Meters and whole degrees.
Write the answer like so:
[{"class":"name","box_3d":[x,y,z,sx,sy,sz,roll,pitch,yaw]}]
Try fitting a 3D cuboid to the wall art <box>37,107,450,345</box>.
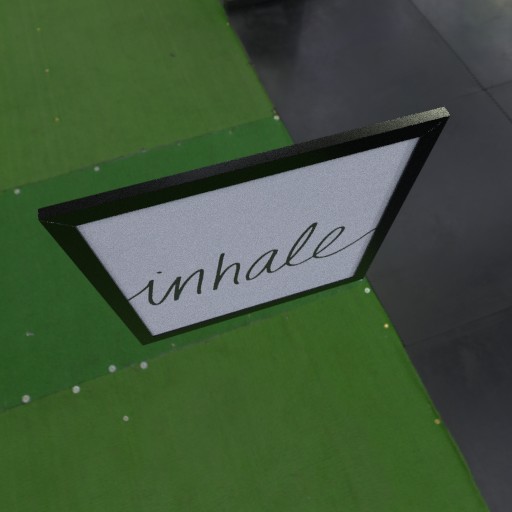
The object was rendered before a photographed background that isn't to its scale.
[{"class":"wall art","box_3d":[0.000,0.000,0.659,0.446,0.445,0.014,-16,64,-8]}]
